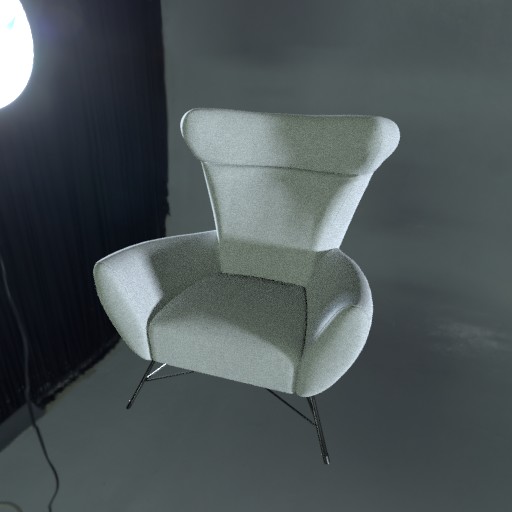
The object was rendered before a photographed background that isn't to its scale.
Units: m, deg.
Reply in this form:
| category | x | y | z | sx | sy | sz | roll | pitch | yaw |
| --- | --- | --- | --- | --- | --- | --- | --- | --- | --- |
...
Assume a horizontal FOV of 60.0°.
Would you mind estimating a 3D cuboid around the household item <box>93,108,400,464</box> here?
| category | x | y | z | sx | sy | sz | roll | pitch | yaw |
| --- | --- | --- | --- | --- | --- | --- | --- | --- | --- |
| household item | 0.000 | 0.000 | 1.794 | 0.980 | 1.050 | 0.900 | 8 | 27 | 17 |
